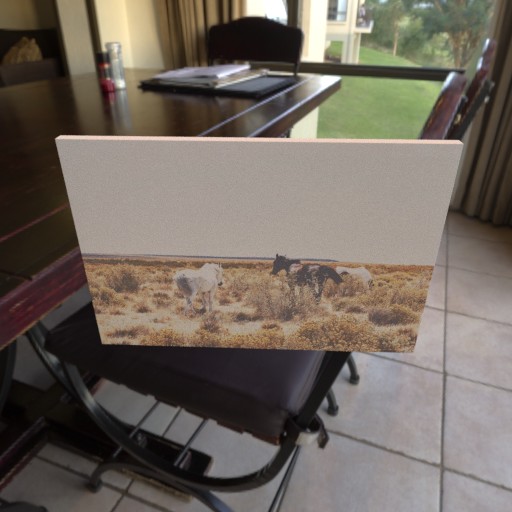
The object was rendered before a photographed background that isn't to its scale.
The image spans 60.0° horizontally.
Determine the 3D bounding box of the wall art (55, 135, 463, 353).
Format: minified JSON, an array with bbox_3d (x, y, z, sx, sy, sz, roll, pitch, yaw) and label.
[{"bbox_3d":[0.000,0.000,1.924,1.520,1.016,0.051,1,30,2],"label":"wall art"}]
